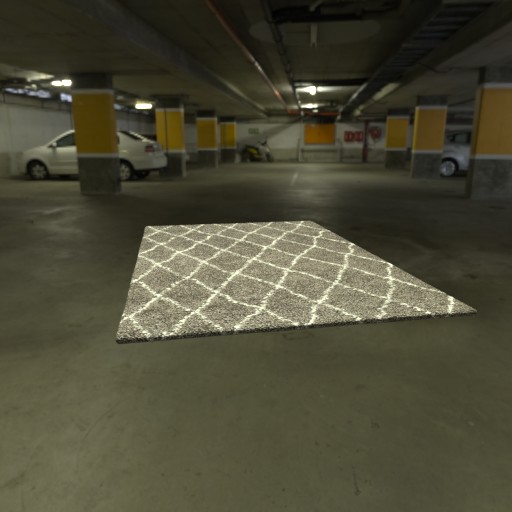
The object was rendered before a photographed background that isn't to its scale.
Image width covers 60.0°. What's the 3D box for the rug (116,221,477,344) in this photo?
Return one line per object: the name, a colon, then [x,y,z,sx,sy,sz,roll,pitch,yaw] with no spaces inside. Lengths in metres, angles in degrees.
rug: [0.000,0.000,3.393,1.778,0.030,2.743,-3,15,-11]
